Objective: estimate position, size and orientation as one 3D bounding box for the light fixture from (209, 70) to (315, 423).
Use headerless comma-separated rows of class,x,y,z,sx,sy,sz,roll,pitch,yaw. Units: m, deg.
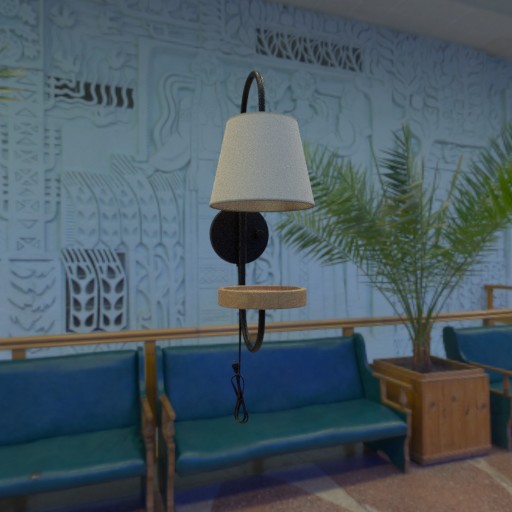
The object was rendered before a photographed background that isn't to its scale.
light fixture,0.000,0.000,0.966,0.220,0.821,0.299,0,0,-18
